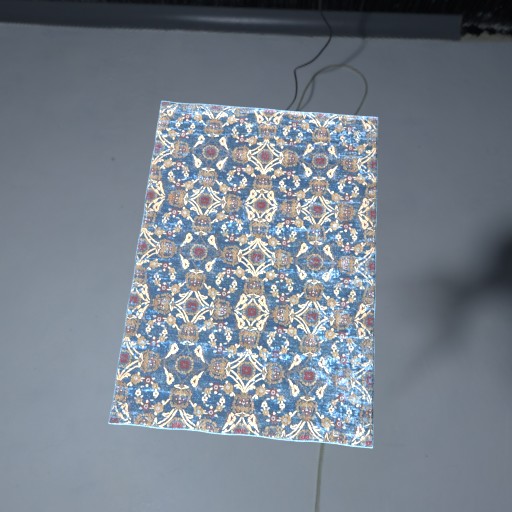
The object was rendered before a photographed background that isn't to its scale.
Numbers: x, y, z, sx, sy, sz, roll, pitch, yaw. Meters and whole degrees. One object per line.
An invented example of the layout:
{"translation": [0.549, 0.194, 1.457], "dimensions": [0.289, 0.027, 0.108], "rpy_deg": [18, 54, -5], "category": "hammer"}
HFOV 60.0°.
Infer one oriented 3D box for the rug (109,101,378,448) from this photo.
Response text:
{"translation": [0.000, 0.000, 2.902], "dimensions": [1.567, 0.014, 2.207], "rpy_deg": [5, 75, 1], "category": "rug"}
